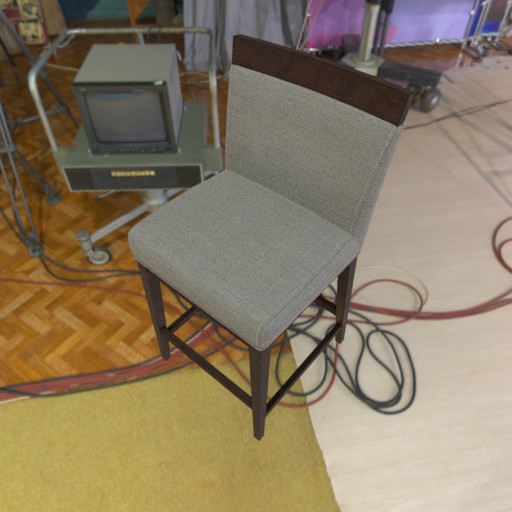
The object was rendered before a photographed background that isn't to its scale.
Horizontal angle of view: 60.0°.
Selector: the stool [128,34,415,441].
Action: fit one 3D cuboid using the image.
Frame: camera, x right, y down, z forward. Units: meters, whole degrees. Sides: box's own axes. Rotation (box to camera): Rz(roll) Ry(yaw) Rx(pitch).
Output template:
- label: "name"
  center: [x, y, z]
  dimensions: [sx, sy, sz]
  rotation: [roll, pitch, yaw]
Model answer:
- label: "stool"
  center: [0.000, 0.000, 1.310]
  dimensions: [0.512, 1.009, 0.531]
  rotation: [32, 54, 26]
